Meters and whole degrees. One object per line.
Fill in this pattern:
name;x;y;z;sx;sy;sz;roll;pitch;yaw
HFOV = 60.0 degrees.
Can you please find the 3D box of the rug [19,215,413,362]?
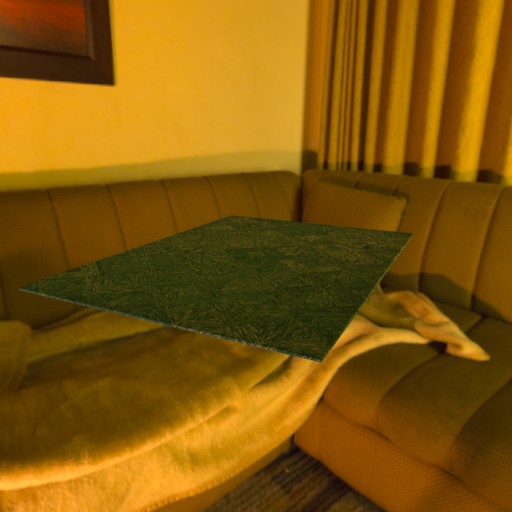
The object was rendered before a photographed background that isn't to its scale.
rug;0.000;0.000;4.210;2.405;0.027;3.217;8;18;26
